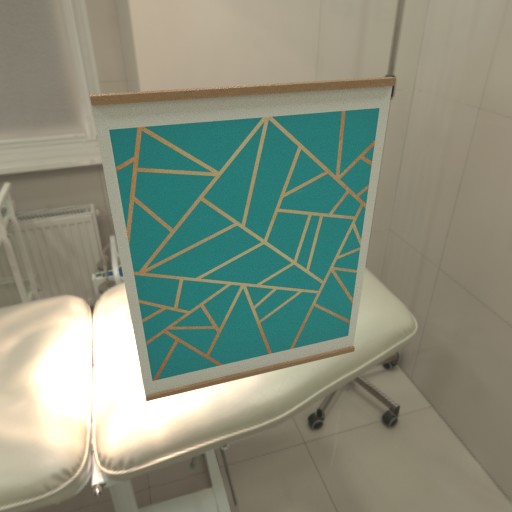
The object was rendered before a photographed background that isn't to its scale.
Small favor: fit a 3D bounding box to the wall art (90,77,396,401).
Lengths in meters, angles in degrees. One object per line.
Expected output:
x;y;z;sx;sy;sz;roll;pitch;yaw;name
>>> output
0.000;0.000;0.698;0.405;0.508;0.012;-9;32;-15;wall art
